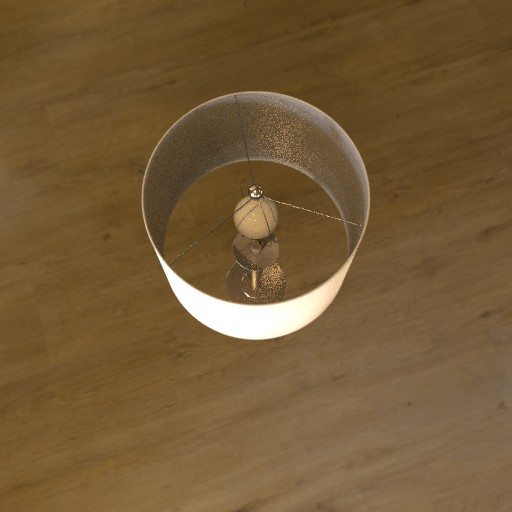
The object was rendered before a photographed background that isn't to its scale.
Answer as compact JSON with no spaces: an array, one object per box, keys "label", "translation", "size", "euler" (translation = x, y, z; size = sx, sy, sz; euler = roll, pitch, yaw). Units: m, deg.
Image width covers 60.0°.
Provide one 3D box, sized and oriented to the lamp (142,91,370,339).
[{"label":"lamp","translation":[0.000,0.000,0.875],"size":[0.333,0.696,0.333],"euler":[0,77,0]}]
